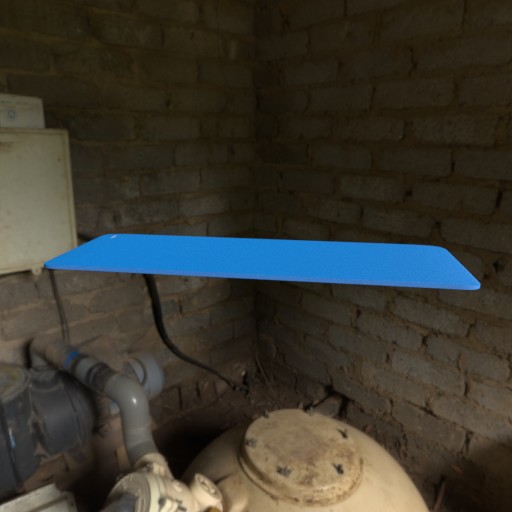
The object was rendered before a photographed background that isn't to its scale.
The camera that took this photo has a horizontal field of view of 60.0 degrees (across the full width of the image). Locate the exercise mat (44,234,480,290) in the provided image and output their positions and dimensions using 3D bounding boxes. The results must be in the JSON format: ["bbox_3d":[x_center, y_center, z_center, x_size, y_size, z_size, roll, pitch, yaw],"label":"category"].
[{"bbox_3d":[0.000,0.000,2.128,1.869,0.021,0.616,2,16,9],"label":"exercise mat"}]
